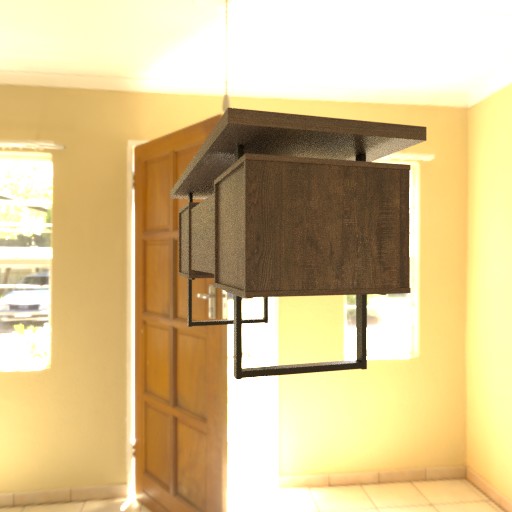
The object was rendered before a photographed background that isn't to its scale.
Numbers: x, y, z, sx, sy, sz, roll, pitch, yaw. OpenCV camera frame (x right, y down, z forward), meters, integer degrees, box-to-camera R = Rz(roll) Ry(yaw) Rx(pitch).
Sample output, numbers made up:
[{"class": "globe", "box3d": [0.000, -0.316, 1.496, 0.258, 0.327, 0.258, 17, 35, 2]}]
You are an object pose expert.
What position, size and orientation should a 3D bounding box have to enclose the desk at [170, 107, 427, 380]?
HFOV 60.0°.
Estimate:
[{"class": "desk", "box3d": [0.000, 0.000, 1.953, 0.600, 0.760, 1.524, 0, 0, -16]}]
